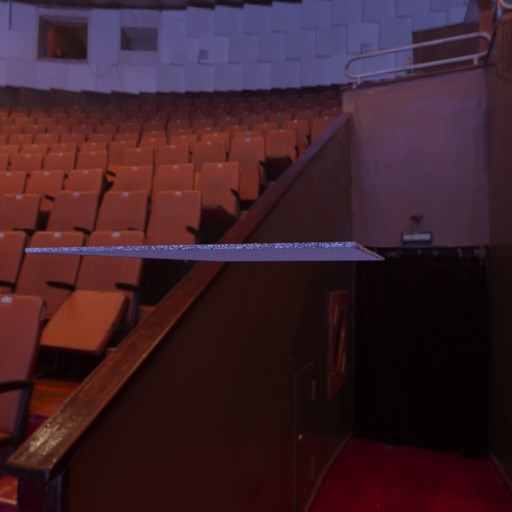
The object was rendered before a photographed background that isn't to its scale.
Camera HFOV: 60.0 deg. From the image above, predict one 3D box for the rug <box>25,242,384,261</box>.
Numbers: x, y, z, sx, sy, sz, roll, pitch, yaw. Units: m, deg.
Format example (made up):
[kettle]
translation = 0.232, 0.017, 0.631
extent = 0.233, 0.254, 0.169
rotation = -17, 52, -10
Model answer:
[rug]
translation = 0.000, 0.000, 3.445
extent = 1.802, 0.026, 2.699
rotation = -1, -2, 19
